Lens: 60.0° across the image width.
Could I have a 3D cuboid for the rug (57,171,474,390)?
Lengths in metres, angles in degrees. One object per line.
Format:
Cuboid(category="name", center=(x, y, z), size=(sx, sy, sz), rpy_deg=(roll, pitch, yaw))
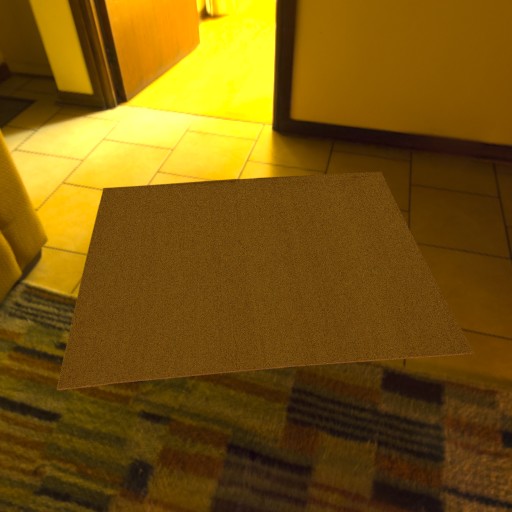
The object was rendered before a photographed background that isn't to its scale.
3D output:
Cuboid(category="rug", center=(0.000, 0.000, 4.205), size=(3.202, 0.045, 2.434), rpy_deg=(-4, 46, -4))
